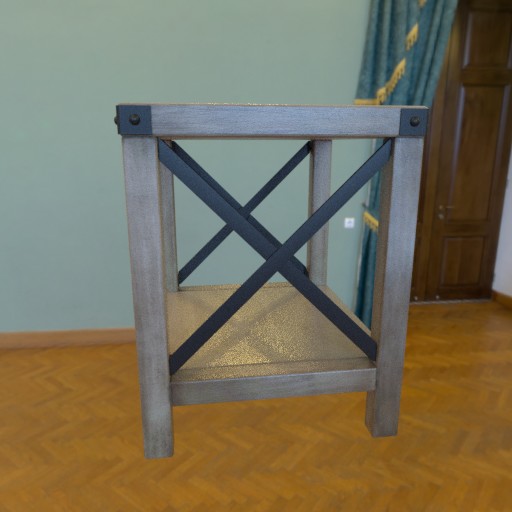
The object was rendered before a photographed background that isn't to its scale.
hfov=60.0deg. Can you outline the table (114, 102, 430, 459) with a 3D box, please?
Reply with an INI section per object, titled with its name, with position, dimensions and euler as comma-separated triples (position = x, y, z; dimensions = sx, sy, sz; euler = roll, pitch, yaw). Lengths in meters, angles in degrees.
[table]
position = 0.000, 0.000, 0.923
dimensions = 0.459, 0.561, 0.510
euler = -2, 14, -8
